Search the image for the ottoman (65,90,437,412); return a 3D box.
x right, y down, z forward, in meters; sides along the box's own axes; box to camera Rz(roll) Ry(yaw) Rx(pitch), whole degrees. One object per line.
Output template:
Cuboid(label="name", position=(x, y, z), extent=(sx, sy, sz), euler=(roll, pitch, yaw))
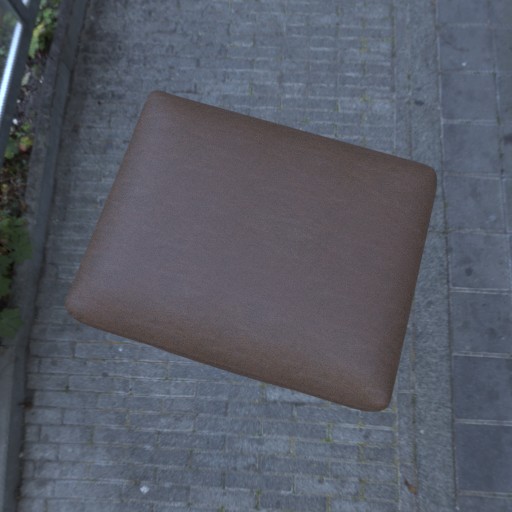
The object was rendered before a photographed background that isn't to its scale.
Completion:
Cuboid(label="ottoman", position=(0.000, 0.000, 1.220), extent=(0.787, 0.508, 0.635), euler=(16, 77, 4))
